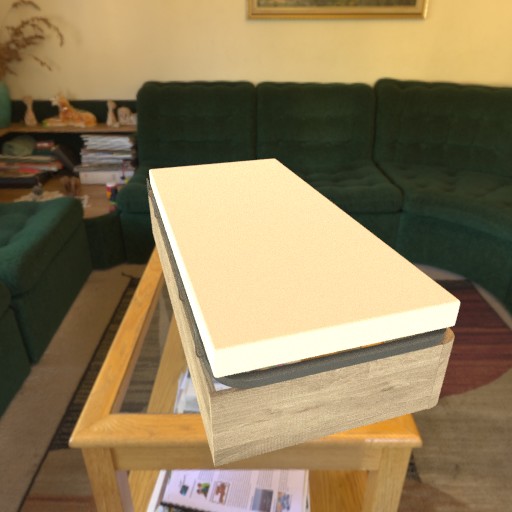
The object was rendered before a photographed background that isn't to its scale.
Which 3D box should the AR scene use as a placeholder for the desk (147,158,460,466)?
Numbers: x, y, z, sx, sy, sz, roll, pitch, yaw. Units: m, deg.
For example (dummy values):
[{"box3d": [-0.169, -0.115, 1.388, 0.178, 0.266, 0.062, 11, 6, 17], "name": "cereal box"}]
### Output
[{"box3d": [0.000, 0.000, 2.248, 0.900, 0.455, 1.900, -8, 29, -15], "name": "desk"}]
